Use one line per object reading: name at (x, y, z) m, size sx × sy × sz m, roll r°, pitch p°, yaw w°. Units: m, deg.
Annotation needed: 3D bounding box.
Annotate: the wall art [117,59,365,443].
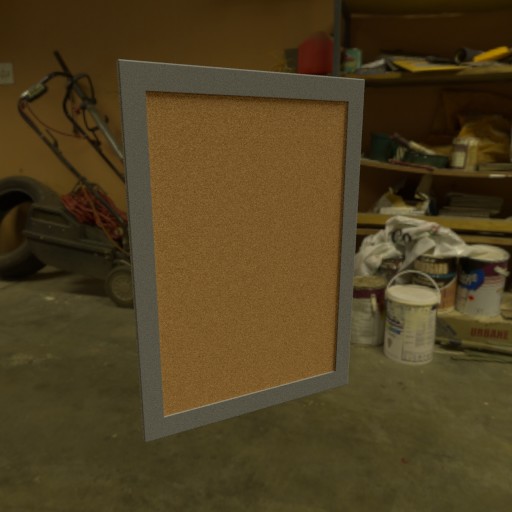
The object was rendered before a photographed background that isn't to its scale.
wall art at (0.000, 0.000, 0.680) m, size 0.374 × 0.529 × 0.012 m, roll -7°, pitch 16°, yaw -26°
